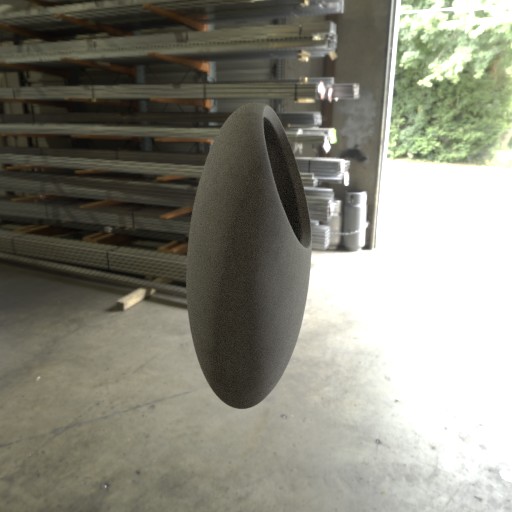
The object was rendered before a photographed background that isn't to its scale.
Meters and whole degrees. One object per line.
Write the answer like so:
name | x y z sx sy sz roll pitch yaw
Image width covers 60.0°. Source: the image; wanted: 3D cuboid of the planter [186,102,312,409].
planter | 0.000 0.000 0.287 0.071 0.188 0.185 3 17 9
